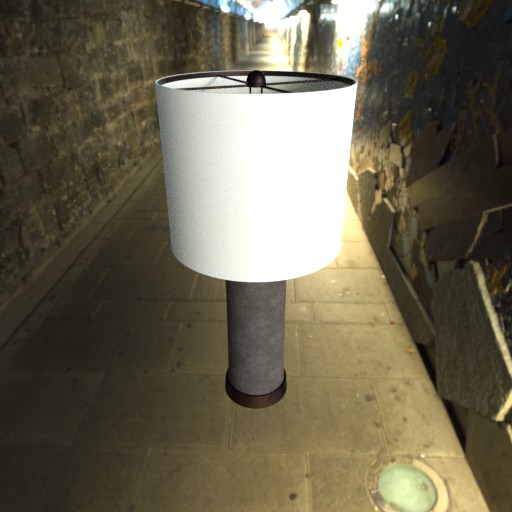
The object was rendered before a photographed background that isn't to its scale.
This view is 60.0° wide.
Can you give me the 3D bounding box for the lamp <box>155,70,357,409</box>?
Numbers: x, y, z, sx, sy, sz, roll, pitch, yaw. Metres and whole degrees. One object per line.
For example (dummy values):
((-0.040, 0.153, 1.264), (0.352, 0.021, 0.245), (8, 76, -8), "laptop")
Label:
((0.000, 0.000, 0.811), (0.301, 0.630, 0.301), (8, 29, 15), "lamp")
